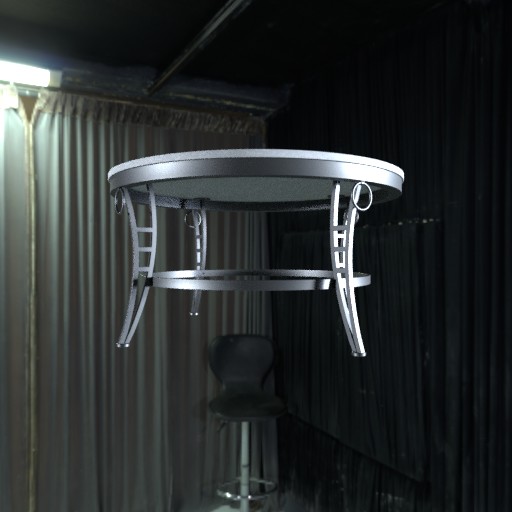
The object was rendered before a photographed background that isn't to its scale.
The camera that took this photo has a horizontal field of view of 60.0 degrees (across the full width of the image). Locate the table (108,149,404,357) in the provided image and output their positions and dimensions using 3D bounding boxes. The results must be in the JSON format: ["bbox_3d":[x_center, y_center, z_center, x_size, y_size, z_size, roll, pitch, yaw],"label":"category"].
[{"bbox_3d":[0.000,0.000,1.407,0.889,0.470,0.889,0,0,0],"label":"table"}]
